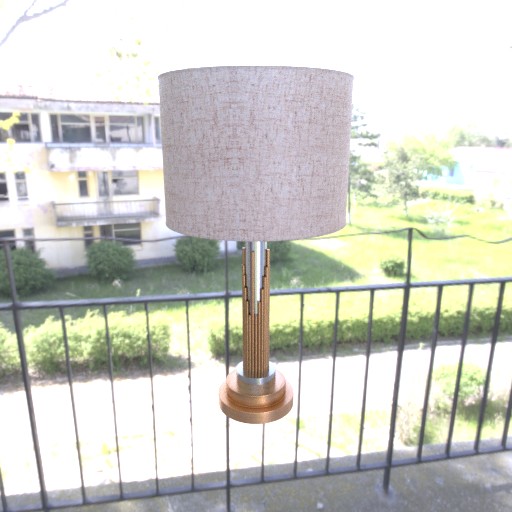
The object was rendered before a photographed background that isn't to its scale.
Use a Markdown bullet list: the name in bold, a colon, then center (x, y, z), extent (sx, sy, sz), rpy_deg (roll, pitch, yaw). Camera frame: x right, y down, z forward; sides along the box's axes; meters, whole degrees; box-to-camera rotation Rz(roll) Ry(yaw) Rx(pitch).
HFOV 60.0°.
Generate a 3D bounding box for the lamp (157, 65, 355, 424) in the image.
- **lamp**: center (0.000, 0.000, 0.819), extent (0.321, 0.610, 0.321), rpy_deg (-3, 16, -10)
